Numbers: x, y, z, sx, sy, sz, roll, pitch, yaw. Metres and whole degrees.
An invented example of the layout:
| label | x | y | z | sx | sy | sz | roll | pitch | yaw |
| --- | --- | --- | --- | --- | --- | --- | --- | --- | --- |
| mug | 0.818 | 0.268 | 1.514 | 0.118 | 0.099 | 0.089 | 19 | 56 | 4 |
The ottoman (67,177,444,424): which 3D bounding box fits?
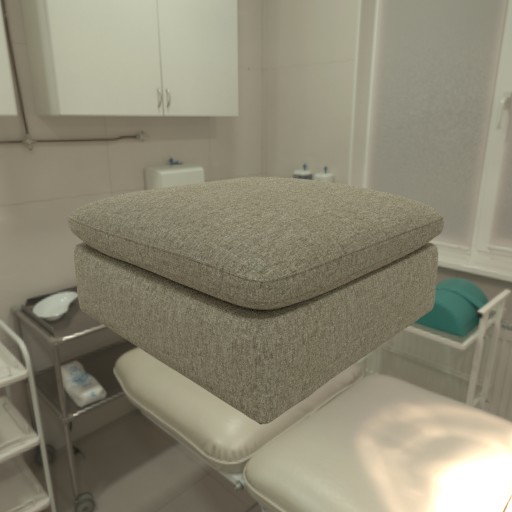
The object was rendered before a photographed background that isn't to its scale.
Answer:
| label | x | y | z | sx | sy | sz | roll | pitch | yaw |
| --- | --- | --- | --- | --- | --- | --- | --- | --- | --- |
| ottoman | 0.000 | 0.000 | 1.681 | 1.039 | 0.526 | 1.035 | 16 | 24 | 42 |
